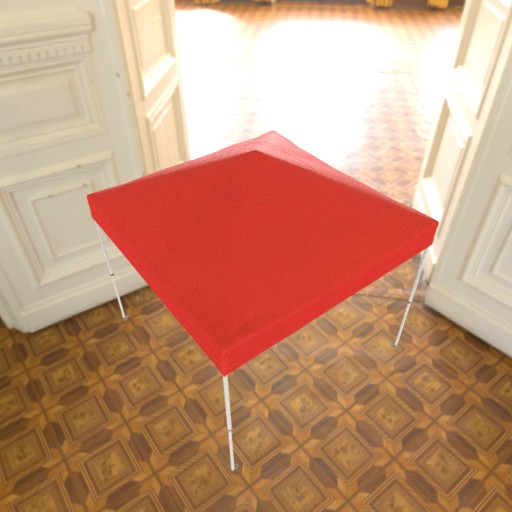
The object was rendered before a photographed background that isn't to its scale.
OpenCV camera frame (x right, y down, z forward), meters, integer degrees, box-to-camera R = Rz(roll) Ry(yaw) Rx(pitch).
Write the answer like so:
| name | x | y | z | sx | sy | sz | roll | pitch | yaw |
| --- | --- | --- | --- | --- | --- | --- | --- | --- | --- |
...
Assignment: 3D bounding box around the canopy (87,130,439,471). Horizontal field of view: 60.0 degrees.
| name | x | y | z | sx | sy | sz | roll | pitch | yaw |
| --- | --- | --- | --- | --- | --- | --- | --- | --- | --- |
| canopy | 0.000 | 0.000 | 5.715 | 2.998 | 2.997 | 2.996 | -27 | 48 | -27 |
